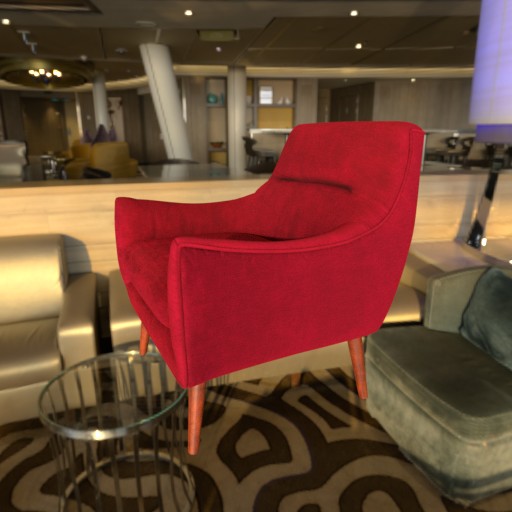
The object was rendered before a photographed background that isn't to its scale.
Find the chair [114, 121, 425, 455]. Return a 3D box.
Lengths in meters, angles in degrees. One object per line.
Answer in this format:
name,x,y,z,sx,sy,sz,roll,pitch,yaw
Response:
chair,0.000,0.000,1.435,0.787,0.838,0.762,-8,17,-25
